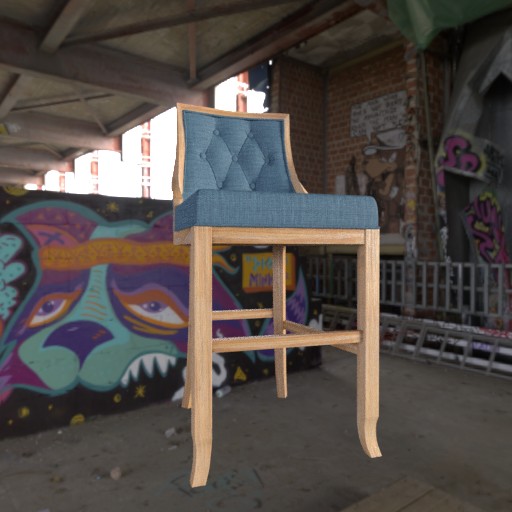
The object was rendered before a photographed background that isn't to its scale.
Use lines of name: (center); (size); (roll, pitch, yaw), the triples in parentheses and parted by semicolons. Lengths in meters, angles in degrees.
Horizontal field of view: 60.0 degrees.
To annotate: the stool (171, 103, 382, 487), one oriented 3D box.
stool: (0.000, 0.000, 1.427); (0.524, 1.101, 0.626); (0, 1, -18)
